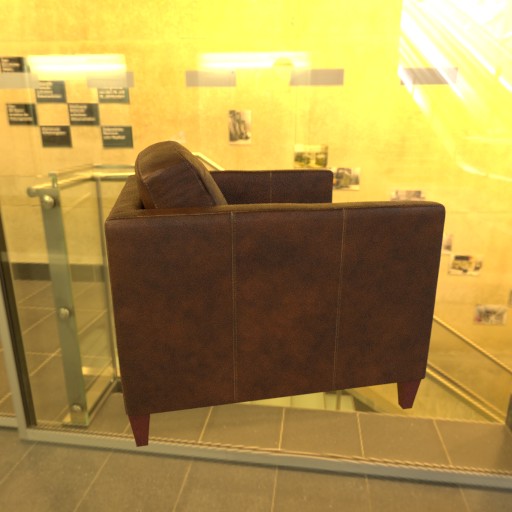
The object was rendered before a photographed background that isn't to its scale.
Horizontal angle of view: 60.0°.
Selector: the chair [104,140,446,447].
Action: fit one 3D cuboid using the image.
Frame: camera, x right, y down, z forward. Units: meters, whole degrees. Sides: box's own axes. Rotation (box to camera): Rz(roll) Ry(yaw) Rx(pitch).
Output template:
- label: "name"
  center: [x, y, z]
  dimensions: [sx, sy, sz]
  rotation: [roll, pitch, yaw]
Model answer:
- label: "chair"
  center: [0.000, 0.000, 1.719]
  dimensions: [0.975, 0.864, 0.990]
  rotation: [-4, 18, -11]
